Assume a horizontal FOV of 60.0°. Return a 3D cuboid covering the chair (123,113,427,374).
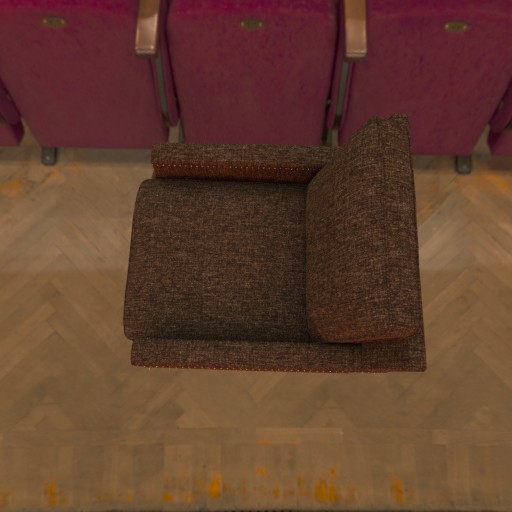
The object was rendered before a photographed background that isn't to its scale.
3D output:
[{"bbox_3d":[0.000,0.000,1.704,1.014,0.943,0.853,2,75,0],"label":"chair"}]
